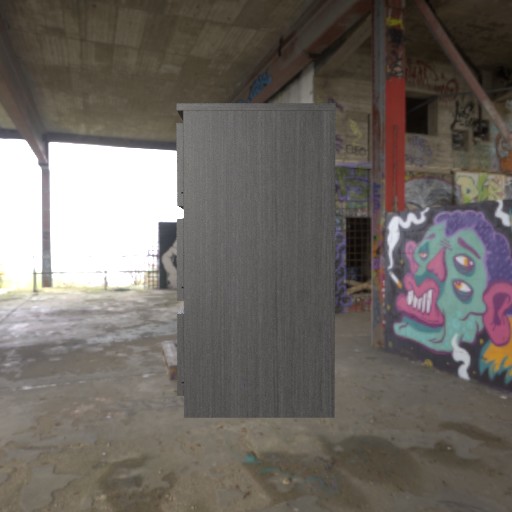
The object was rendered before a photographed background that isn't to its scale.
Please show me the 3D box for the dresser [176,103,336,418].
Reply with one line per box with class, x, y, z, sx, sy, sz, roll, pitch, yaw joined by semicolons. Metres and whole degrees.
dresser;0.000;0.000;1.914;0.400;0.795;1.590;0;1;0
